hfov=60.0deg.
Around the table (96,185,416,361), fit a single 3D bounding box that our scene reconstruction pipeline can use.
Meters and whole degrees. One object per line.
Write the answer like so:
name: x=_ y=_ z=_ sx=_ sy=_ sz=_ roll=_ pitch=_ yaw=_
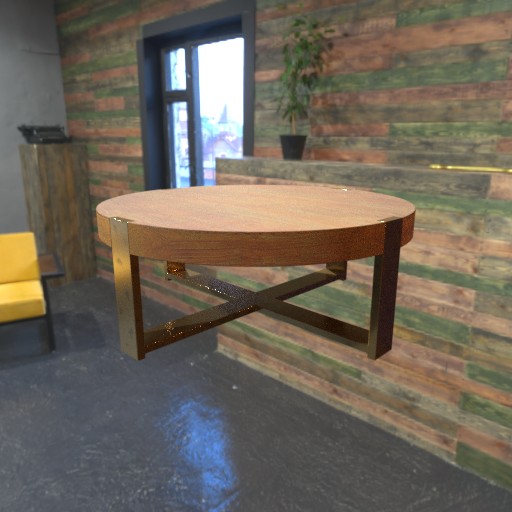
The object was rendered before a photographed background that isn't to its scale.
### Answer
table: x=0.000 y=0.000 z=1.676 sx=1.100 sy=0.420 sz=1.100 roll=0 pitch=15 yaw=0
